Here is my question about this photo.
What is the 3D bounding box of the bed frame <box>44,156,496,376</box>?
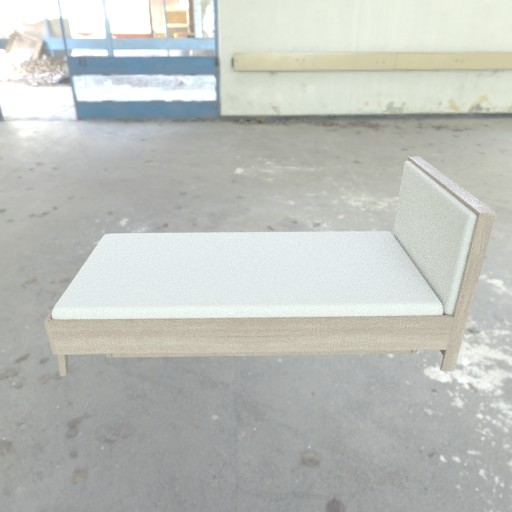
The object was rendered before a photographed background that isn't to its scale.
[{"bbox_3d":[0.000,0.000,2.624,2.140,0.920,0.990,-1,27,-1],"label":"bed frame"}]
